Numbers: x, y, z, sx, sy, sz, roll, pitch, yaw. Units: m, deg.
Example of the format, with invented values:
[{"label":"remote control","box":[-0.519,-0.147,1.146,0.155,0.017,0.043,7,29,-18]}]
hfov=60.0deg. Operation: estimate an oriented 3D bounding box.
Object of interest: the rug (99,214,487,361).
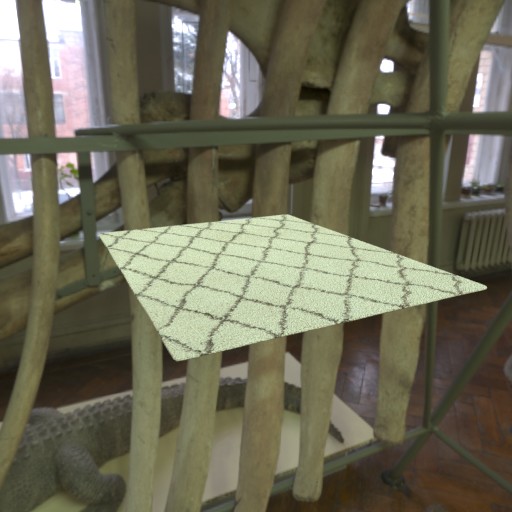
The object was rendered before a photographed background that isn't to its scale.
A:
[{"label":"rug","box":[0.000,0.000,4.154,2.438,0.029,3.047,-8,19,-25]}]
